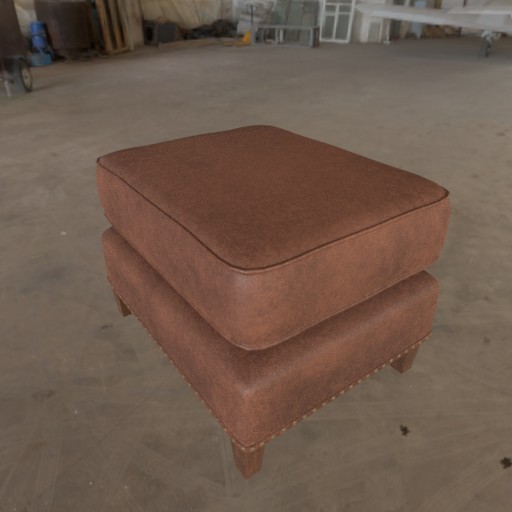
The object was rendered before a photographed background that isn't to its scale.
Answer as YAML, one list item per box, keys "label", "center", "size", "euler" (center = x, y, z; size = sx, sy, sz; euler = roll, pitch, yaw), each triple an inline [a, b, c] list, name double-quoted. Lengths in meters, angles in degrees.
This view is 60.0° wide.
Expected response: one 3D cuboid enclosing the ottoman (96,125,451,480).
- label: "ottoman"
  center: [0.000, 0.000, 1.144]
  size: [0.589, 0.537, 0.738]
  euler: [-20, 36, -30]
